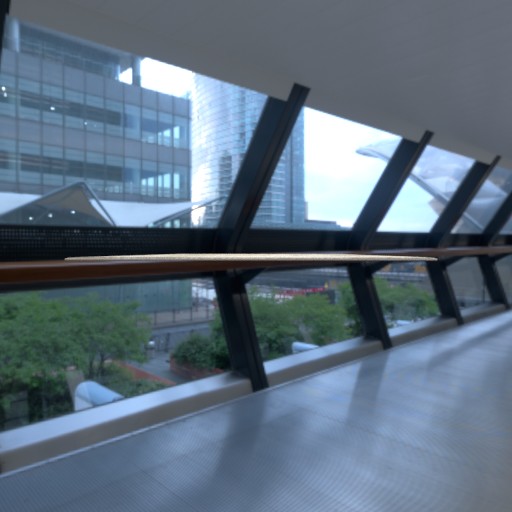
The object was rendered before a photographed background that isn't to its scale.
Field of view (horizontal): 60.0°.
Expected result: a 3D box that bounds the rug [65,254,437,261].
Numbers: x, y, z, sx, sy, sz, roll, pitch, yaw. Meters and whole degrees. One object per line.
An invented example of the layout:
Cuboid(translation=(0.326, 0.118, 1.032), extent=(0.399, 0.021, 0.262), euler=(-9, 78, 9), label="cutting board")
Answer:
Cuboid(translation=(0.000, 0.000, 3.038), extent=(1.536, 0.012, 2.431), euler=(0, 1, 1), label="rug")
